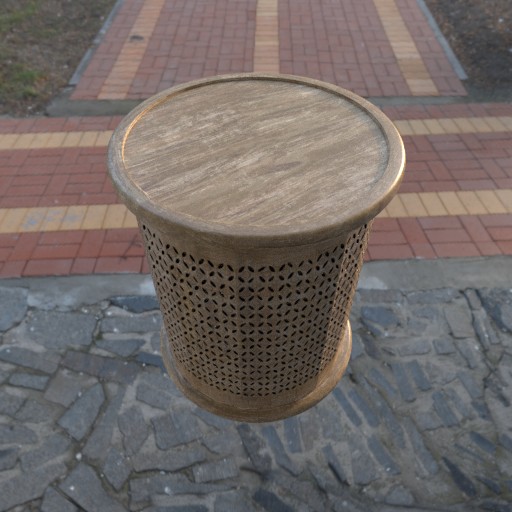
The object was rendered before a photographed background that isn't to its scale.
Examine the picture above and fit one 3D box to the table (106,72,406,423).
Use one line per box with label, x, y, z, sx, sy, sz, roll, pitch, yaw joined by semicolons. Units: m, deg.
table;0.000;0.000;0.785;0.407;0.482;0.407;0;47;0
